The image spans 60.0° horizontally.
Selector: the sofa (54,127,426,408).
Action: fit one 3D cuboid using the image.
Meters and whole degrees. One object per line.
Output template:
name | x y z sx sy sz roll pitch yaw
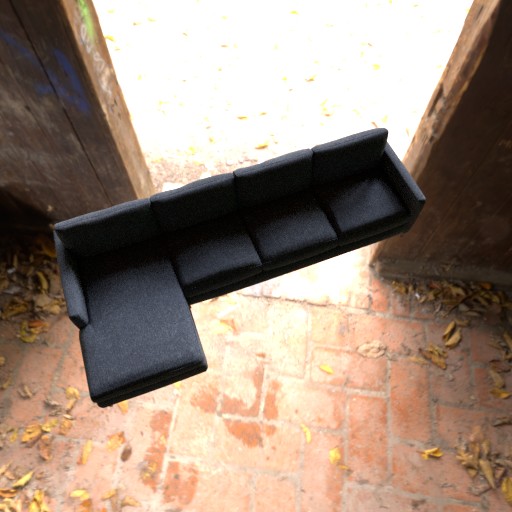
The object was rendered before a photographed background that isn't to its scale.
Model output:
sofa | 0.000 0.000 3.554 2.932 0.810 1.350 -18 63 -10
